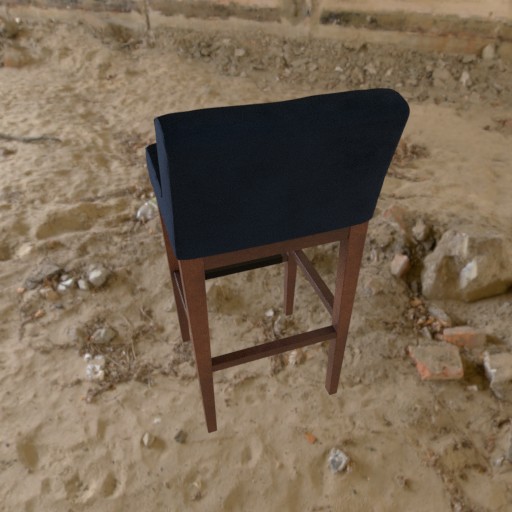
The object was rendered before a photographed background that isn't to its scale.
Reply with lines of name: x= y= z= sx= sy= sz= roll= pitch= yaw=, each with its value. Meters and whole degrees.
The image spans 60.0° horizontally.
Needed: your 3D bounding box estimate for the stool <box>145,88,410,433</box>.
stool: x=0.000 y=0.000 z=1.307 sx=0.511 sy=1.037 sz=0.500 roll=-12 pitch=40 yaw=-15
